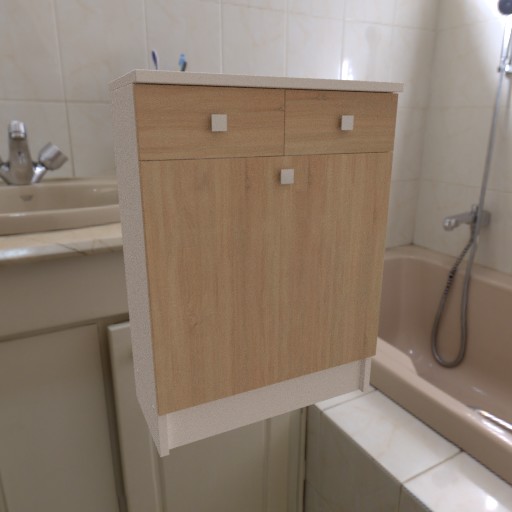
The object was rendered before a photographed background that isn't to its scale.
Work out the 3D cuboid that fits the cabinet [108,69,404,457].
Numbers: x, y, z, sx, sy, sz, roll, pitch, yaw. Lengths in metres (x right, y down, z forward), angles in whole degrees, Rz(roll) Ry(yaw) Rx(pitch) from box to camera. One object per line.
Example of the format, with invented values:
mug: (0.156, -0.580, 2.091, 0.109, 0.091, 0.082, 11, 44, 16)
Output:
cabinet: (0.000, 0.000, 1.115, 0.600, 0.815, 0.296, -8, 19, -25)
